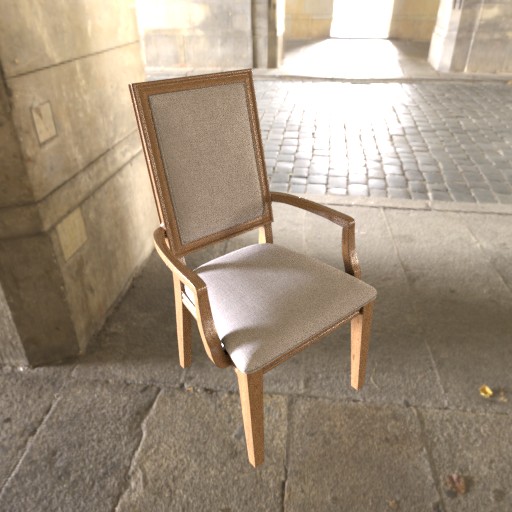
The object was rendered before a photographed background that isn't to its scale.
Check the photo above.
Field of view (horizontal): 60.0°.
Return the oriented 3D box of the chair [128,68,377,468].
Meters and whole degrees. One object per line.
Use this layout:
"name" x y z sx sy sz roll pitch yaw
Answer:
"chair" 0.000 0.000 1.383 0.606 0.990 0.602 -23 38 -33
